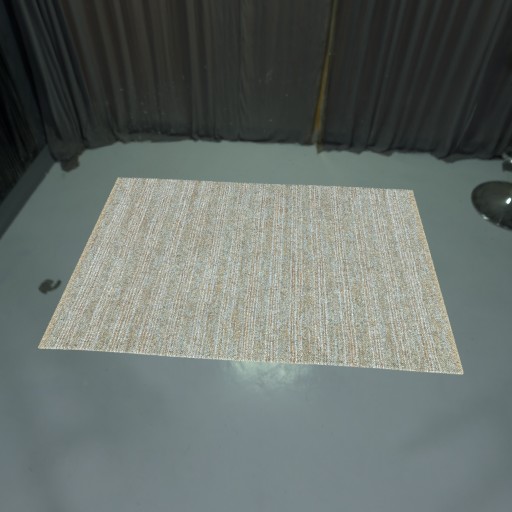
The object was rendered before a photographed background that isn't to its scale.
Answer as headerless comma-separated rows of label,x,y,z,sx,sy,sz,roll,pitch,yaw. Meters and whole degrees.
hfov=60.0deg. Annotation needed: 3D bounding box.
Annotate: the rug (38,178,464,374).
rug,0.000,0.000,2.319,1.824,0.010,1.240,3,47,3
